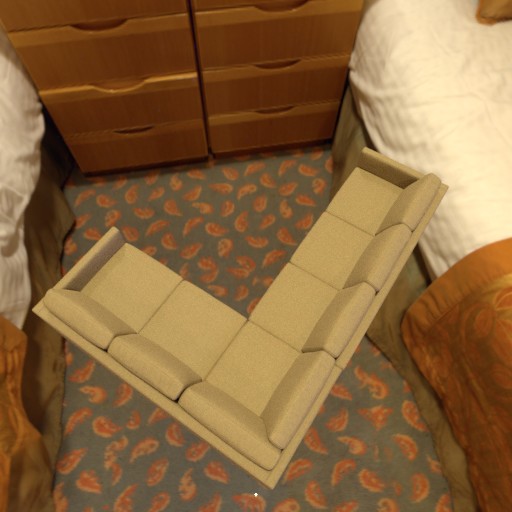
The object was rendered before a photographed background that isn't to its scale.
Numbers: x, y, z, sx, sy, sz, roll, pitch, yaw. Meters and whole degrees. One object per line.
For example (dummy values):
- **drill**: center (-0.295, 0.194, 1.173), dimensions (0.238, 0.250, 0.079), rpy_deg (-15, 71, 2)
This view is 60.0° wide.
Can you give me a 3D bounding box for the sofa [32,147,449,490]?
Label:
- **sofa**: center (0.000, 0.000, 4.236), dimensions (2.432, 0.871, 3.182), rpy_deg (31, 66, 15)
